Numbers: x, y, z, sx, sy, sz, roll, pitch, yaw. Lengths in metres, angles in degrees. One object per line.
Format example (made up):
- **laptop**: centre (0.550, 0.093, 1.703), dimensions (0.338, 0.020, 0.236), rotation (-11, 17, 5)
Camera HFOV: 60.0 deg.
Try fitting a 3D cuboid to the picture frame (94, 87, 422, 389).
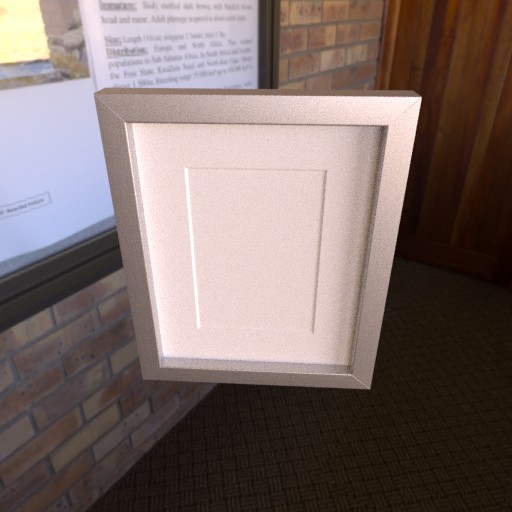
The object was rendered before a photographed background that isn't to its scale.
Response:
- **picture frame**: centre (0.000, 0.000, 0.398), dimensions (0.233, 0.282, 0.036), rotation (2, 30, 3)
